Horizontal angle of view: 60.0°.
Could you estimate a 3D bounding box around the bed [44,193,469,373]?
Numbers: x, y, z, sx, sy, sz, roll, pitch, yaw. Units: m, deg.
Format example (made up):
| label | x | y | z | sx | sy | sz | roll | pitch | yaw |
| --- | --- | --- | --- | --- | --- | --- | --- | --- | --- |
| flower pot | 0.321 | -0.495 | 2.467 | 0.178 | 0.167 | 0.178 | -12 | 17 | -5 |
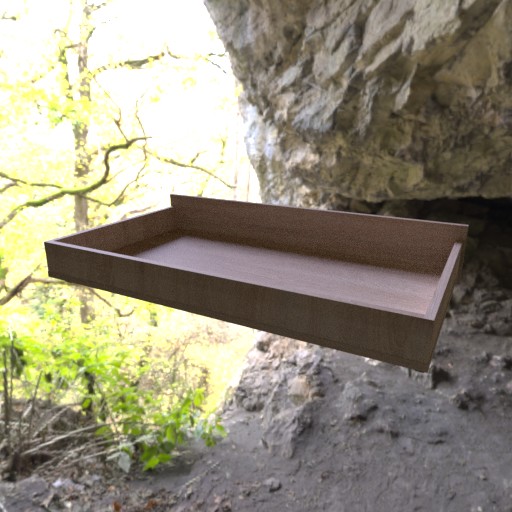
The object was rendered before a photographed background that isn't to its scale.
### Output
| label | x | y | z | sx | sy | sz | roll | pitch | yaw |
| --- | --- | --- | --- | --- | --- | --- | --- | --- | --- |
| bed | 0.000 | 0.000 | 1.456 | 1.200 | 0.209 | 0.685 | 10 | 20 | 27 |
